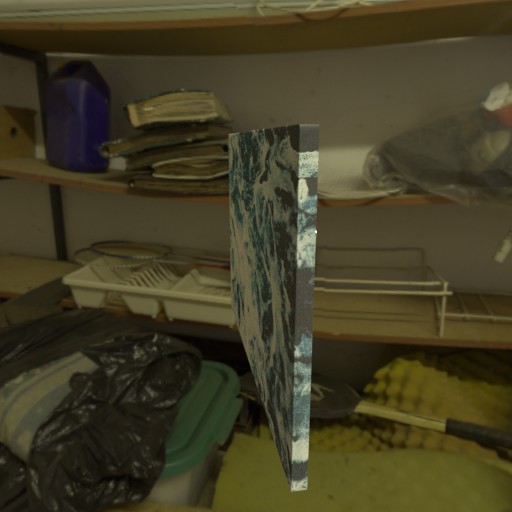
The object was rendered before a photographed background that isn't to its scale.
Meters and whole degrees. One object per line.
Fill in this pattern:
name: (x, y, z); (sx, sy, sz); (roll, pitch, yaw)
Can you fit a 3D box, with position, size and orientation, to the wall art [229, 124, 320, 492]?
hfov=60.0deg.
wall art: (0.000, 0.000, 1.877); (0.055, 1.017, 1.524); (-2, 15, -9)
